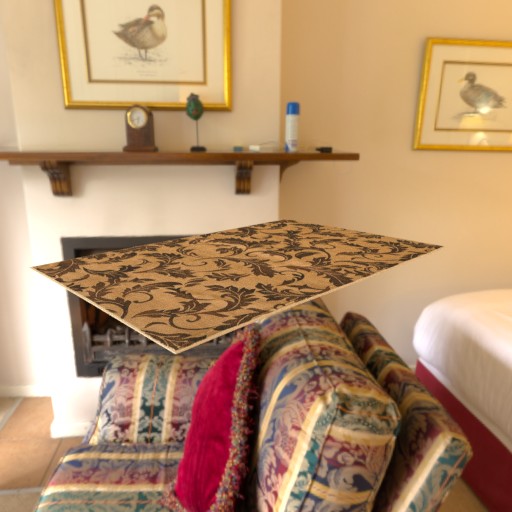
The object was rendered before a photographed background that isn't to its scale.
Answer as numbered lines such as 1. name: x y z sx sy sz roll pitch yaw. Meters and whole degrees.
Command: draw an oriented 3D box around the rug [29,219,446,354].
1. rug: 0.000 0.000 2.873 2.284 0.008 1.522 -14 21 -43
